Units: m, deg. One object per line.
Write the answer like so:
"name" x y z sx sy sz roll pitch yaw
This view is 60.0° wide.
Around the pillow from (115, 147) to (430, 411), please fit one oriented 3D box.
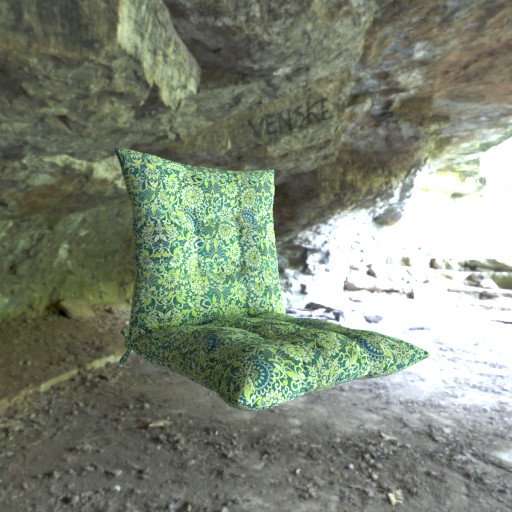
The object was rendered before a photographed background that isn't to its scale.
"pillow" 0.000 0.000 1.037 0.541 0.536 0.585 0 0 -37
